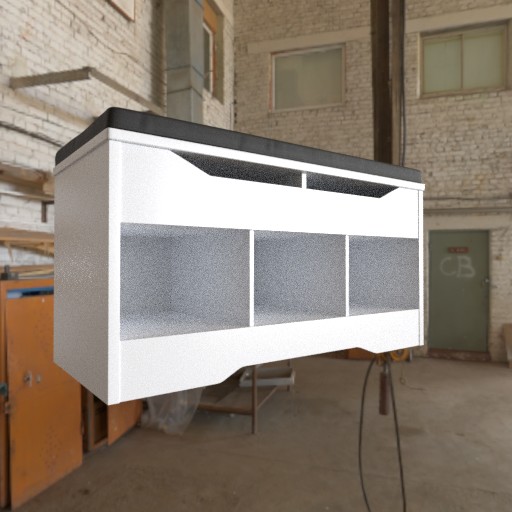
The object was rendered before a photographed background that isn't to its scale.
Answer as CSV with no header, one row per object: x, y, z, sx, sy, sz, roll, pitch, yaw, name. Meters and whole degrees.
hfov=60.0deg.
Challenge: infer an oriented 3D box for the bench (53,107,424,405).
0.000,0.000,1.150,0.899,0.500,0.401,1,-1,-36,bench
